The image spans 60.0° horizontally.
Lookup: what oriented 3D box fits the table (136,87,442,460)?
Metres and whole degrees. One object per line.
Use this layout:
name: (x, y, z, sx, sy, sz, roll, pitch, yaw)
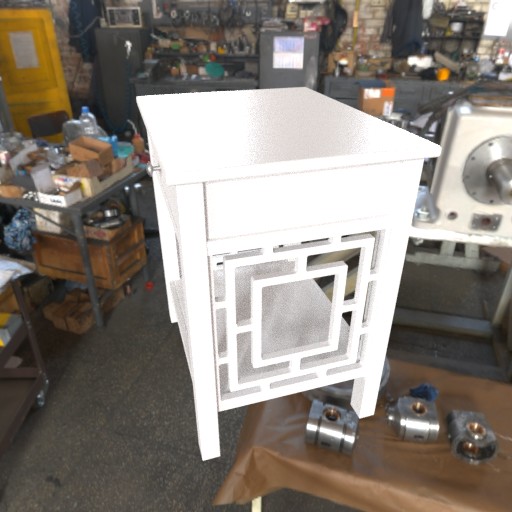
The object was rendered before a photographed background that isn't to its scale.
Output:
table: (0.000, 0.000, 1.048, 0.451, 0.646, 0.564, -9, 32, -15)
